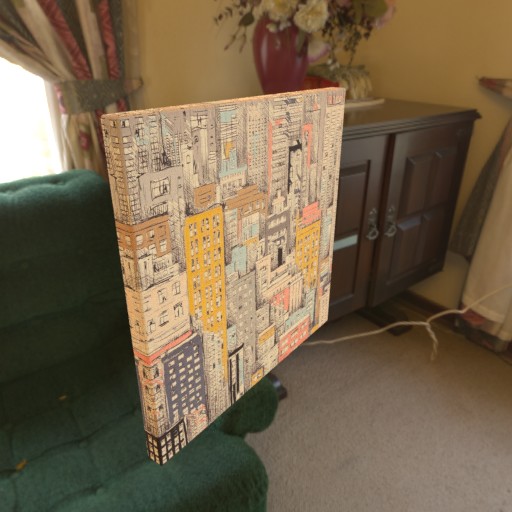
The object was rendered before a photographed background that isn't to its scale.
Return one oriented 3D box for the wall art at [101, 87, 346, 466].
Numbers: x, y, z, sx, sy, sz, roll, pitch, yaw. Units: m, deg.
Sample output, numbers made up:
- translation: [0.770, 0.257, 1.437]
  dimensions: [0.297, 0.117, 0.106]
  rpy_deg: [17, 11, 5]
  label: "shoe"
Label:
- translation: [0.000, 0.000, 0.900]
  dimensions: [0.038, 0.608, 0.607]
  rpy_deg: [18, 30, 34]
  label: "wall art"
